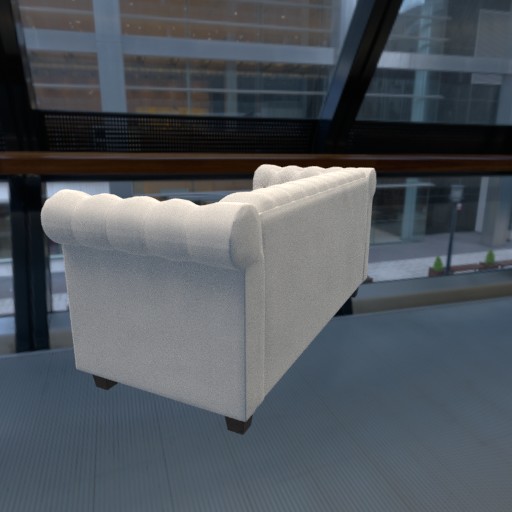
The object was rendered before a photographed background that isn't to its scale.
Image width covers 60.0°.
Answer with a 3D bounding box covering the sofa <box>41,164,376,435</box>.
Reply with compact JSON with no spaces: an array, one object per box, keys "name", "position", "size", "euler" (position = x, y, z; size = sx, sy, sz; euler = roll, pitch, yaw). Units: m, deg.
[{"name":"sofa","position":[0.000,0.000,2.184],"size":[0.771,0.796,1.798],"euler":[7,17,26]}]
